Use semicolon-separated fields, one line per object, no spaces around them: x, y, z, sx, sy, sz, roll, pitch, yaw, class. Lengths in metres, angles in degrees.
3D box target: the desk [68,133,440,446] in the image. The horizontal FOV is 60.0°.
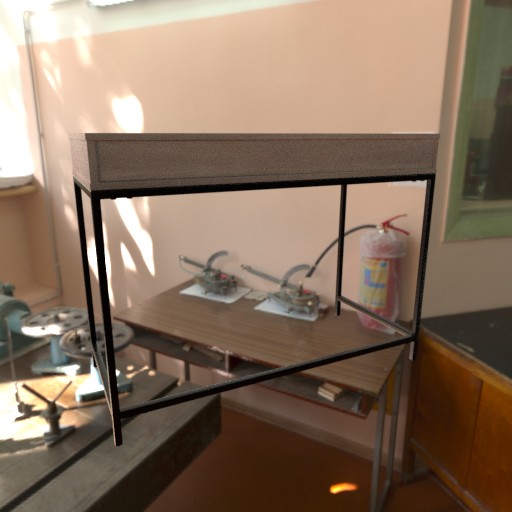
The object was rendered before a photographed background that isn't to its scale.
0.000;0.000;1.431;1.016;0.762;0.470;-7;17;-25;desk
